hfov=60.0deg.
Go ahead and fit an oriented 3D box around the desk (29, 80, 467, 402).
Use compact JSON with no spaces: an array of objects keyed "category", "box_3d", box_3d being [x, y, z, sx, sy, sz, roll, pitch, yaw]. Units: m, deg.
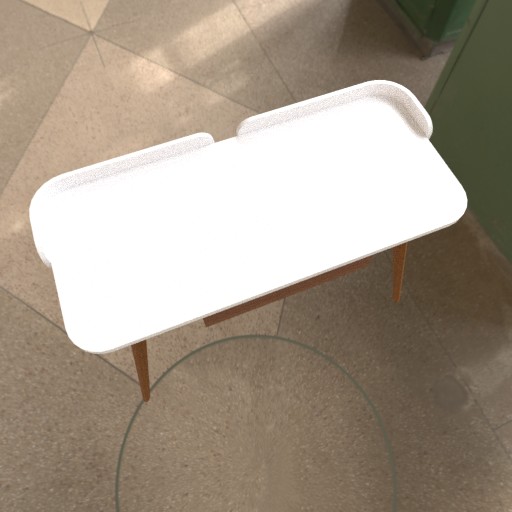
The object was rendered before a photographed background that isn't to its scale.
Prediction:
[{"category":"desk","box_3d":[0.000,0.000,1.605,1.206,0.807,0.534,-20,66,-9]}]
